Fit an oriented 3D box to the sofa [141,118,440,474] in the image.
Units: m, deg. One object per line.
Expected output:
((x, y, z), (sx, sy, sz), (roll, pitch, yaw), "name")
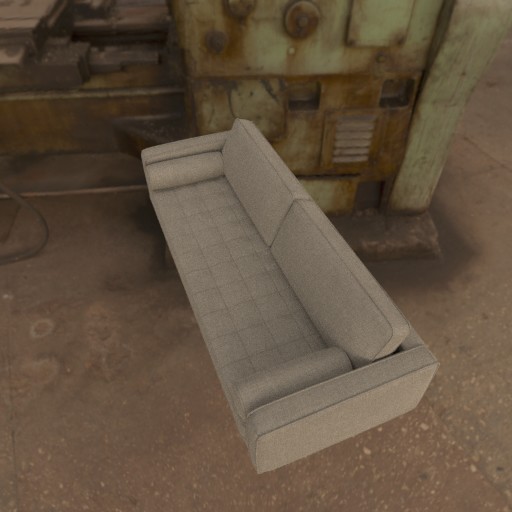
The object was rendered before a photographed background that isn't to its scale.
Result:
((0.000, 0.000, 2.676), (0.914, 0.762, 2.211), (-16, 48, -15), "sofa")
